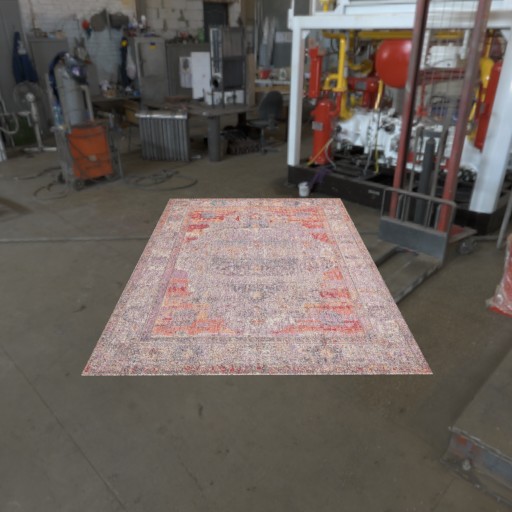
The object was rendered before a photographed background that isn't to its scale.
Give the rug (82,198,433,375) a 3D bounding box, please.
[{"bbox_3d":[0.000,0.000,2.353,1.219,0.005,1.829,0,27,0],"label":"rug"}]
